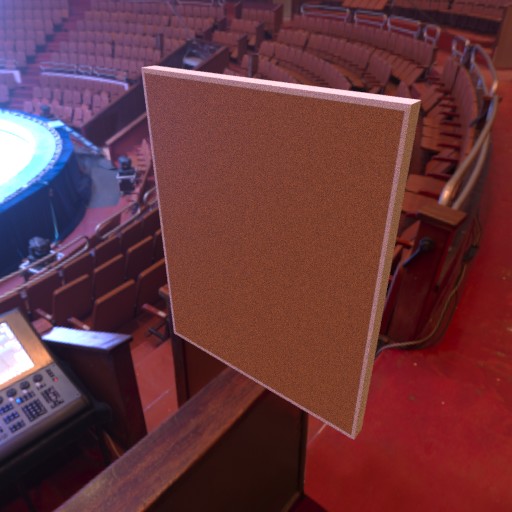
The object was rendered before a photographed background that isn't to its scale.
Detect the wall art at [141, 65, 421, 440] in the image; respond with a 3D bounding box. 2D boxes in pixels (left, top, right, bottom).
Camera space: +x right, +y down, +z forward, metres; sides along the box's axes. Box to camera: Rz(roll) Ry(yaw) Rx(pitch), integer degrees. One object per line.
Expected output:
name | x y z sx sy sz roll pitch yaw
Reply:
wall art | 0.000 0.000 0.737 0.443 0.549 0.030 22 37 32
